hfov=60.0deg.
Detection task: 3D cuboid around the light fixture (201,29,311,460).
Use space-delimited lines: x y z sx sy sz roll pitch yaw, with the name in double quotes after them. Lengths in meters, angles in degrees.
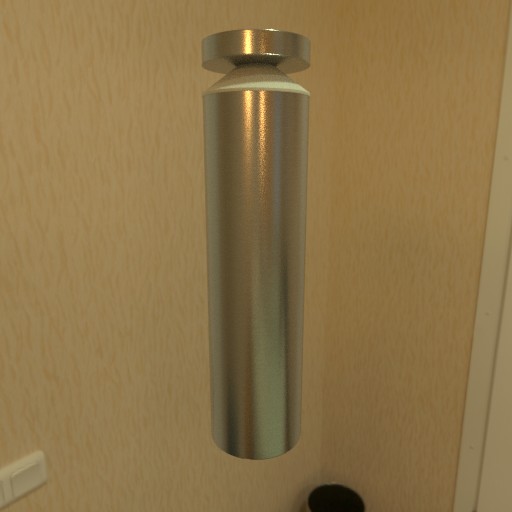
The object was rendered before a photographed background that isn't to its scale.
0.000 0.000 0.452 0.102 0.400 0.102 2 13 10 "light fixture"
